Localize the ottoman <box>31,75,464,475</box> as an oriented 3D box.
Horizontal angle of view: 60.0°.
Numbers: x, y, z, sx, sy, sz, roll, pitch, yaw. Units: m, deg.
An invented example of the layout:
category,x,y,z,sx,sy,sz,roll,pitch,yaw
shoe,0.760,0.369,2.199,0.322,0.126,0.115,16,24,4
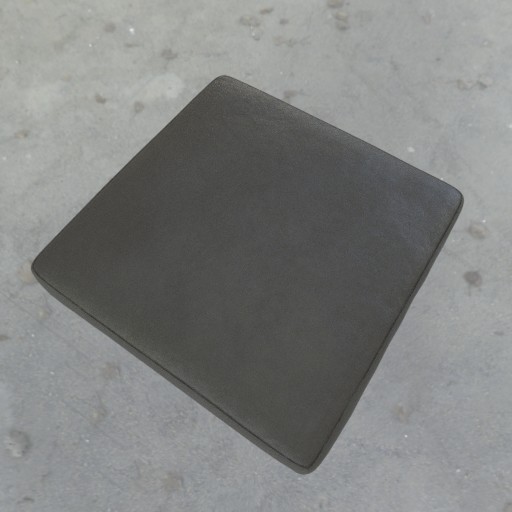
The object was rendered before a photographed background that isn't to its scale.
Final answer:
category,x,y,z,sx,sy,sz,roll,pitch,yaw
ottoman,0.000,0.000,1.264,0.844,0.415,0.836,31,68,14
